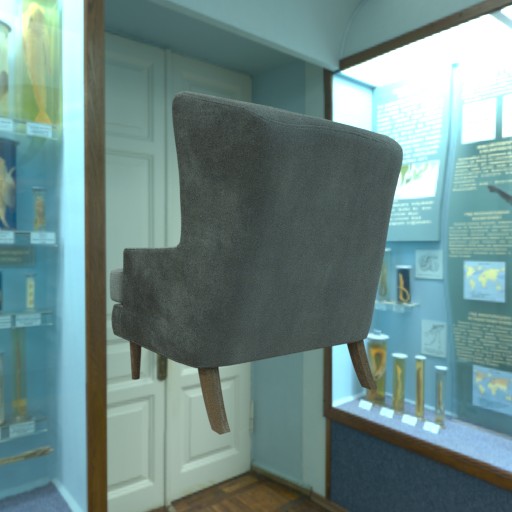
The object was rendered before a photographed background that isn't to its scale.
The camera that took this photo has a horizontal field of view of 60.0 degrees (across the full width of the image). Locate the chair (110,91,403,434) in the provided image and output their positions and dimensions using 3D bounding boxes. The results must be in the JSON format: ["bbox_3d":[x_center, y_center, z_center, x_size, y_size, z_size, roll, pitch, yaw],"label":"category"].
[{"bbox_3d":[0.000,0.000,1.613,0.784,0.950,0.906,-1,1,-37],"label":"chair"}]
